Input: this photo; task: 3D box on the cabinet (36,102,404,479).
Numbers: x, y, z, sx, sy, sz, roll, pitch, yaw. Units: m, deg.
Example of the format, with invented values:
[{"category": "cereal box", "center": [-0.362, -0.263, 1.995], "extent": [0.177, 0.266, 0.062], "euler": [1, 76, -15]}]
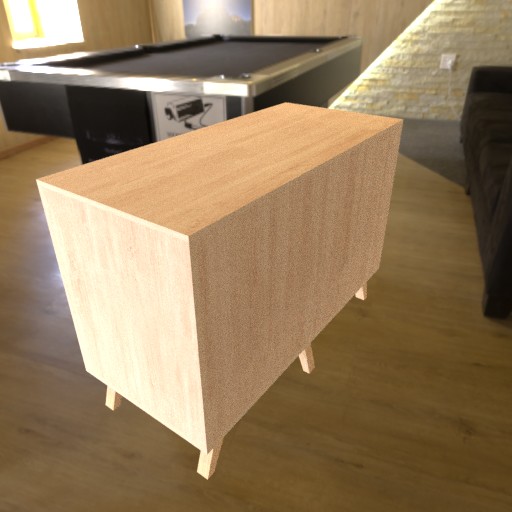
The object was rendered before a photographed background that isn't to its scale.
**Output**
[{"category": "cabinet", "center": [0.000, 0.000, 1.522], "extent": [0.500, 0.780, 1.110], "euler": [20, 36, 30]}]
